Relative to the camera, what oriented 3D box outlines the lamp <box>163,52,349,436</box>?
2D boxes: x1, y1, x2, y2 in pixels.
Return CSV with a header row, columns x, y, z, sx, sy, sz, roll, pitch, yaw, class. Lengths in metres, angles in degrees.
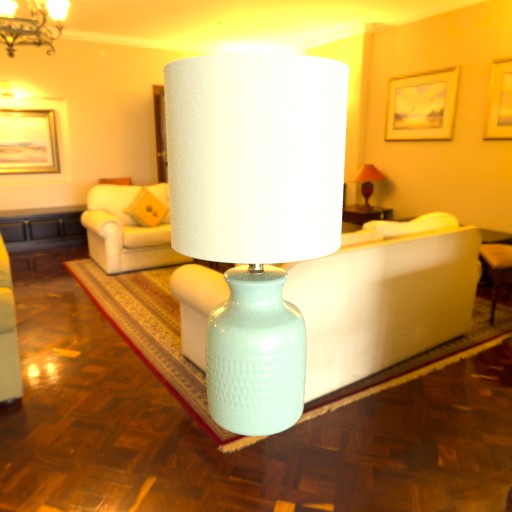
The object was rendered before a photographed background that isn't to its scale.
x,y,z,sx,sy,sz,roll,pitch,yaw,class
0.000,0.000,1.119,0.418,0.871,0.418,2,14,9,lamp
